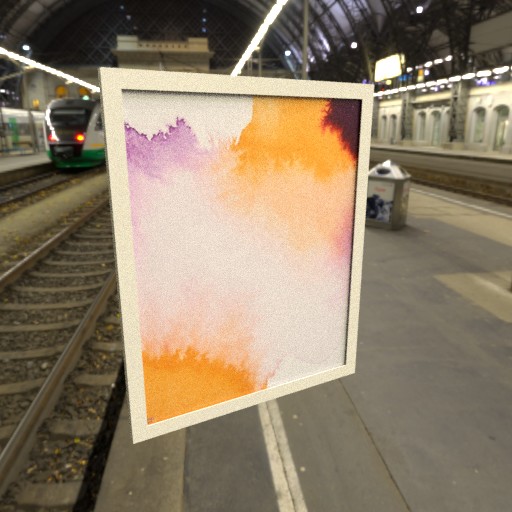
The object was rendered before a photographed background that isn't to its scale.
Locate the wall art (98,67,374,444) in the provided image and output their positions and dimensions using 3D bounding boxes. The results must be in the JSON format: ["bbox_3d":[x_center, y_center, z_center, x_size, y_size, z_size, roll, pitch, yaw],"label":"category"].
[{"bbox_3d":[0.000,0.000,1.081,0.661,0.811,0.026,-8,18,-27],"label":"wall art"}]
